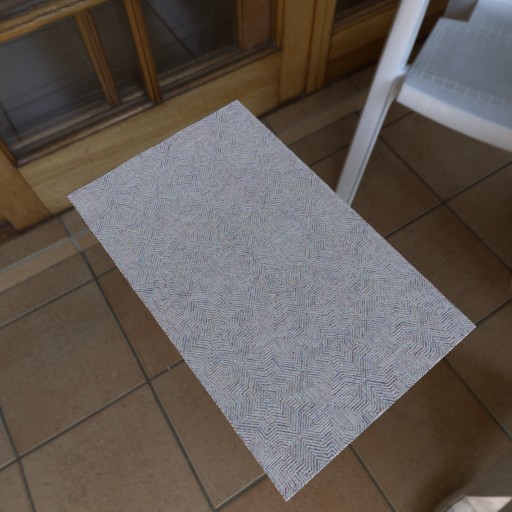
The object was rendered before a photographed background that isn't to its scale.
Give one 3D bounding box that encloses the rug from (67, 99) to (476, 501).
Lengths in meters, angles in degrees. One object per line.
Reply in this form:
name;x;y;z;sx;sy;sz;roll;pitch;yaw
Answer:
rug;0.000;0.000;2.931;1.519;0.007;2.428;-35;68;-16
